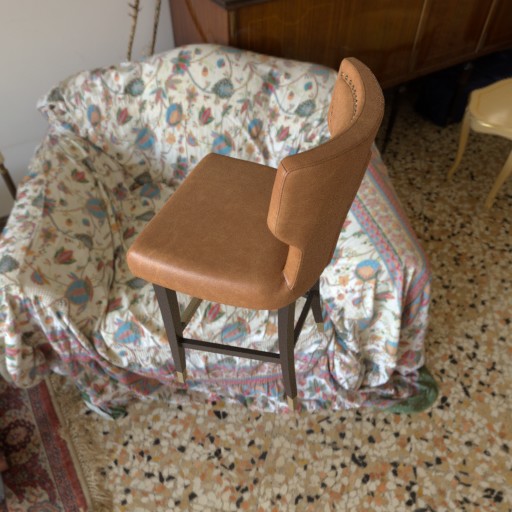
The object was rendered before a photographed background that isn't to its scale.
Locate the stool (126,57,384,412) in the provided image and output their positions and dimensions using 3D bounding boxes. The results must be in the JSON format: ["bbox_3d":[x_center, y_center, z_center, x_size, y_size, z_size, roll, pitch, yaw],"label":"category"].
[{"bbox_3d":[0.000,0.000,1.381,0.563,1.092,0.526,16,49,15],"label":"stool"}]
